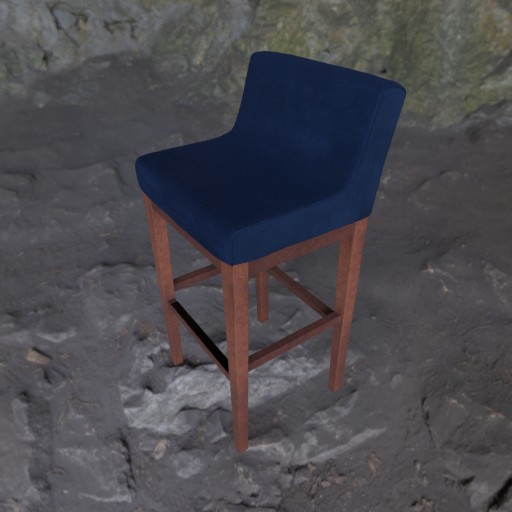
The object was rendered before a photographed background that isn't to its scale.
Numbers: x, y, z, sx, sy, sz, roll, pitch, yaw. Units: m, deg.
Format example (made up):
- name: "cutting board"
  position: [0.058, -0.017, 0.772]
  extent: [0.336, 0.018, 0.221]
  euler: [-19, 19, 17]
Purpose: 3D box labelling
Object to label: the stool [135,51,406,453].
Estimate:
- name: "stool"
  position: [0.000, 0.000, 1.325]
  extent: [0.500, 1.037, 0.511]
  euler: [-22, 40, -28]
